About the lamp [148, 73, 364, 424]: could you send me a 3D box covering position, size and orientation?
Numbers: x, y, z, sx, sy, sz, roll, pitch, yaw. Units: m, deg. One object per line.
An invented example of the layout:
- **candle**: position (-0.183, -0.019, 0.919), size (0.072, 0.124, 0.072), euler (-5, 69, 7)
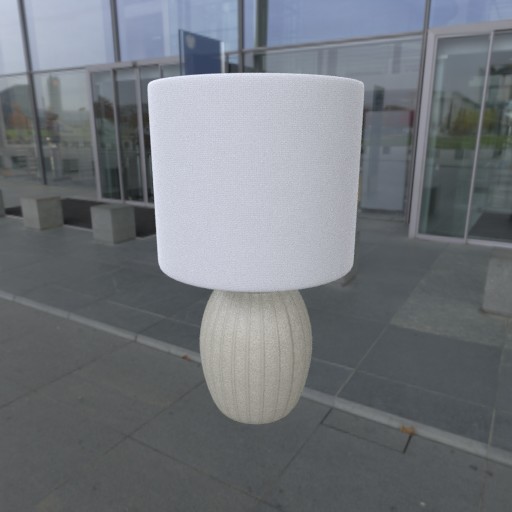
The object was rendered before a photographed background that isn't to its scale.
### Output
- **lamp**: position (0.000, 0.000, 0.763), size (0.329, 0.570, 0.329), euler (-15, 21, -42)
